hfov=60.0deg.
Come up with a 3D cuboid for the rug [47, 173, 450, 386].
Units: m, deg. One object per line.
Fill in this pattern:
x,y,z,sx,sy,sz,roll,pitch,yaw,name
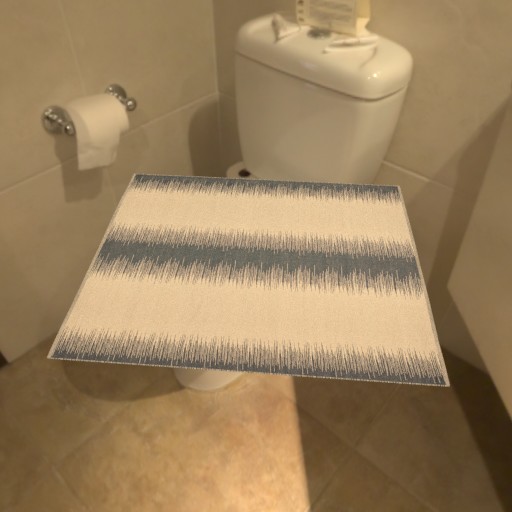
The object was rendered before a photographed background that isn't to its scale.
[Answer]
0.000,0.000,4.164,3.037,0.004,2.453,3,45,3,rug
